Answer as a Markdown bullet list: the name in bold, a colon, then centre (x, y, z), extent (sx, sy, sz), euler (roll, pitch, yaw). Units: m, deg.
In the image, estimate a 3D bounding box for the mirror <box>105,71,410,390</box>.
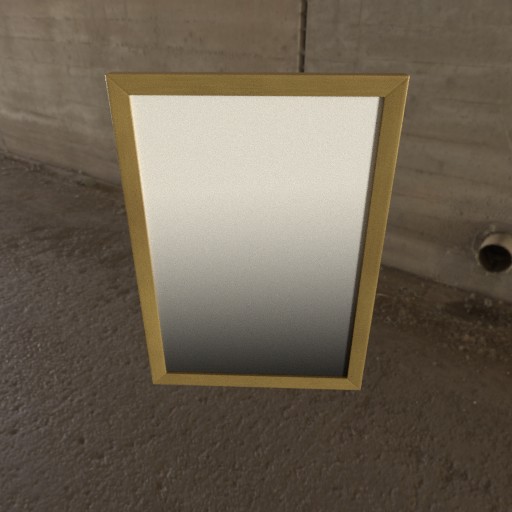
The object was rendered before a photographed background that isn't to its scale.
- **mirror**: centre (0.000, 0.000, 0.926), extent (0.507, 0.710, 0.040), euler (1, 29, 2)
